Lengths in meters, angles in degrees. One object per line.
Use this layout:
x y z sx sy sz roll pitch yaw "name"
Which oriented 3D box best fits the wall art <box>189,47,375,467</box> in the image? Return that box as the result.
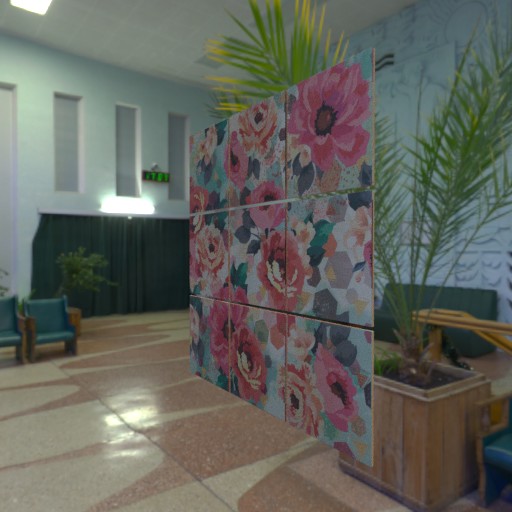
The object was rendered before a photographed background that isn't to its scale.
0.000 0.000 2.236 0.013 1.519 1.521 -1 1 -34 "wall art"
